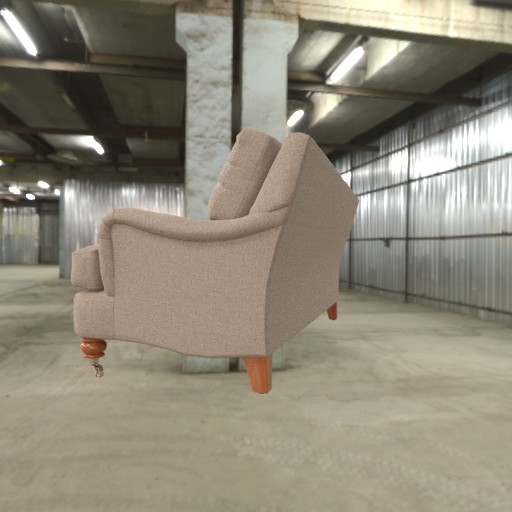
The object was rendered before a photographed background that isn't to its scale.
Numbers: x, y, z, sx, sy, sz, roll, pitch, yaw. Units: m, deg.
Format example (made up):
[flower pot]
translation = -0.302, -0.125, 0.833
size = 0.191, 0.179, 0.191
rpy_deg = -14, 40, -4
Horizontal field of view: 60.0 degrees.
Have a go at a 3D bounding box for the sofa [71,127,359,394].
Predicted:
[sofa]
translation = 0.000, 0.000, 2.765
size = 1.087, 1.054, 2.160
rpy_deg = 0, 1, 18
